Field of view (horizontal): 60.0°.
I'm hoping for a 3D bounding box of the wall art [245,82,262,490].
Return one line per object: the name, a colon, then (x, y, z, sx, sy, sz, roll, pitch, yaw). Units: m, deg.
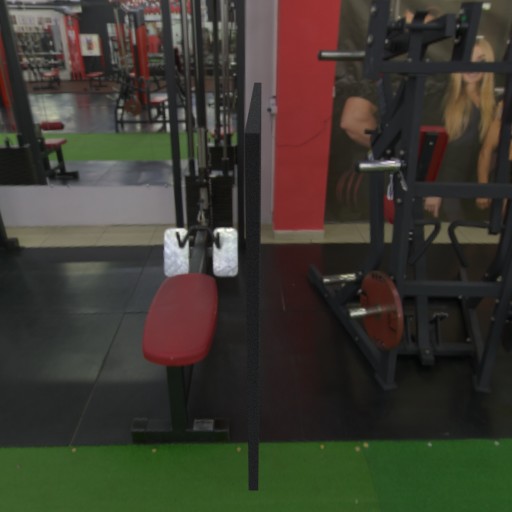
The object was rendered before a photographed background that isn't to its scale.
wall art: (0.000, 0.000, 0.681, 0.013, 0.458, 0.456, 0, 26, 1)
